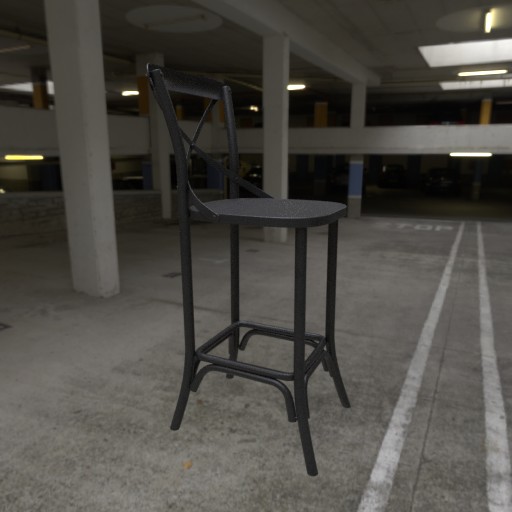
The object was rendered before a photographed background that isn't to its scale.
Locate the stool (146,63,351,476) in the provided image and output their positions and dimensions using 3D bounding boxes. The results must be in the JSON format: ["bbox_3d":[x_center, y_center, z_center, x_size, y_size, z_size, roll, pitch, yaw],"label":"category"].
[{"bbox_3d":[0.000,0.000,1.445,0.584,1.168,0.457,6,15,25],"label":"stool"}]
